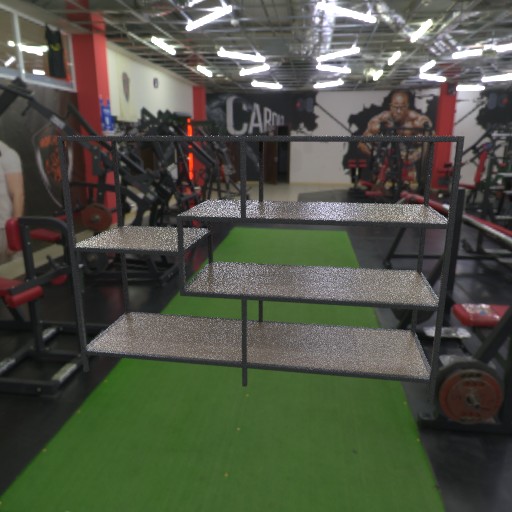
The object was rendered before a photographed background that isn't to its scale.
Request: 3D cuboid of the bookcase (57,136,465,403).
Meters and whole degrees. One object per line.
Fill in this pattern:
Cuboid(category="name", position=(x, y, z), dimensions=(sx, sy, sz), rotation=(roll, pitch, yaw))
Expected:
Cuboid(category="bookcase", position=(0.000, 0.000, 1.491), dimensions=(1.140, 0.780, 0.350), rotation=(2, 15, 9))
